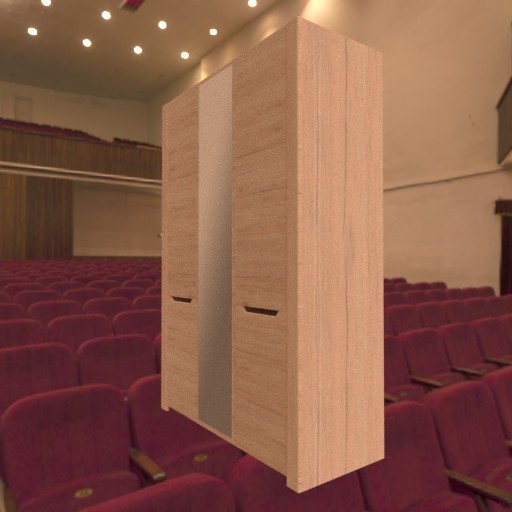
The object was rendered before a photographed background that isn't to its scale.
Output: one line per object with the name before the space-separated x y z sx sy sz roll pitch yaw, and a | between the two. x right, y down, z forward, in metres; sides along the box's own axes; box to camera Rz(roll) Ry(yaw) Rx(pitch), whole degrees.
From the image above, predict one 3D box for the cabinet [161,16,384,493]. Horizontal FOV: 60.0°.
cabinet | 0.000 0.000 2.648 0.580 2.070 1.400 1 -1 -36
